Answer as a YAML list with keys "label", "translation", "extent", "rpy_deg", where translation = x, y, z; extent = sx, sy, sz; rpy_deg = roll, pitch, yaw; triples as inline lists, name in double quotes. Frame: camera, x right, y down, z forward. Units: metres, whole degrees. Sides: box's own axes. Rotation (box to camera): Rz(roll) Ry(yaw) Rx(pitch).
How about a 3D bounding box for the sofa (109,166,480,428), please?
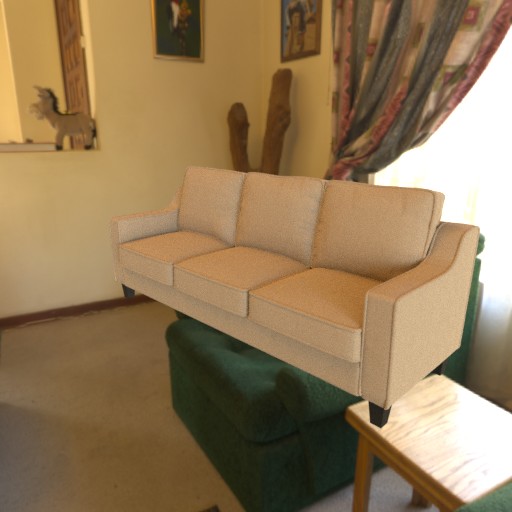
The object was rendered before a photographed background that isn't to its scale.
- label: "sofa"
  translation: [0.000, 0.000, 2.562]
  extent: [0.791, 0.902, 2.131]
  rpy_deg: [-15, 22, -43]
